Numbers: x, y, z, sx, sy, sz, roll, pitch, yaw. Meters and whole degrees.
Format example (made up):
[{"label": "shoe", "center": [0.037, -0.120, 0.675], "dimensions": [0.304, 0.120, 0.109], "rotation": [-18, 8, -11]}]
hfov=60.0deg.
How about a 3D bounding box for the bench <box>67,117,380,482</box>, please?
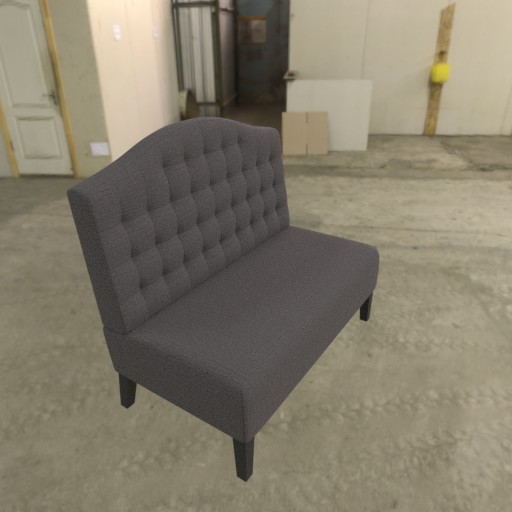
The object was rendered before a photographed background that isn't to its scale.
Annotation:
[{"label": "bench", "center": [0.000, 0.000, 2.100], "dimensions": [0.815, 1.180, 1.335], "rotation": [17, 32, 29]}]
